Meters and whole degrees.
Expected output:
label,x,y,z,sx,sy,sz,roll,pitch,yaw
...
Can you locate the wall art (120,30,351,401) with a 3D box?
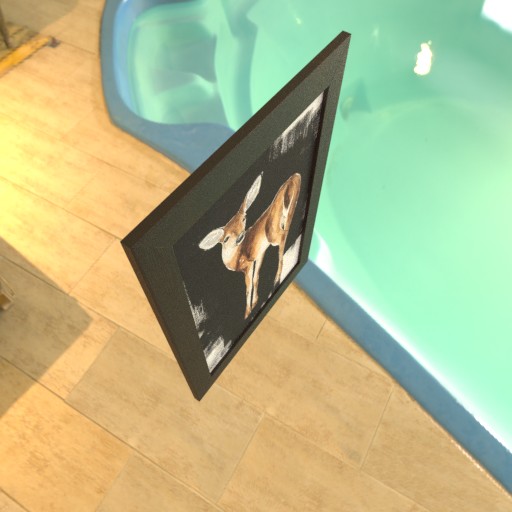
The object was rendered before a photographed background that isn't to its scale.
label,x,y,z,sx,sy,sz,roll,pitch,yaw
wall art,0.000,0.000,0.649,0.013,0.508,0.359,32,64,18
